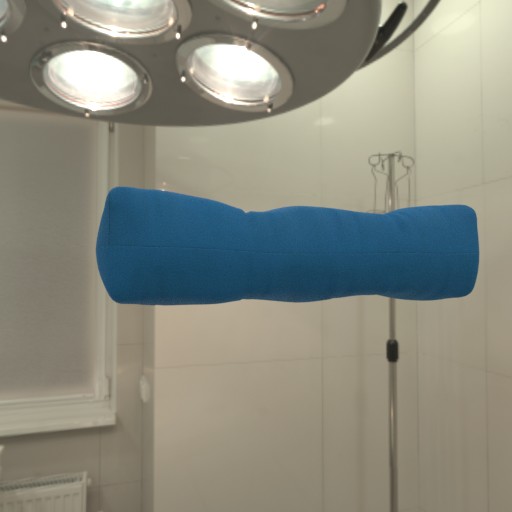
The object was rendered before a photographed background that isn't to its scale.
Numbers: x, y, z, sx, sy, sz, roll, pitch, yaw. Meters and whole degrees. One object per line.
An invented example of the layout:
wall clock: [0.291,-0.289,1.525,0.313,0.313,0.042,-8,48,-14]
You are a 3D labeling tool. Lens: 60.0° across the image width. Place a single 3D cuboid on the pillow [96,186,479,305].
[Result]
pillow: [0.000,0.000,0.717,0.468,0.128,0.490,1,-2,-17]
